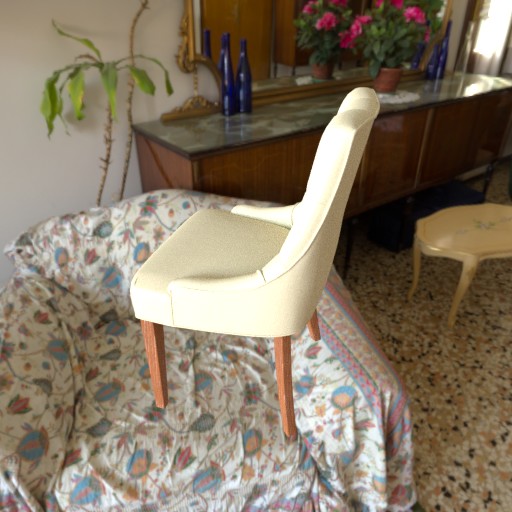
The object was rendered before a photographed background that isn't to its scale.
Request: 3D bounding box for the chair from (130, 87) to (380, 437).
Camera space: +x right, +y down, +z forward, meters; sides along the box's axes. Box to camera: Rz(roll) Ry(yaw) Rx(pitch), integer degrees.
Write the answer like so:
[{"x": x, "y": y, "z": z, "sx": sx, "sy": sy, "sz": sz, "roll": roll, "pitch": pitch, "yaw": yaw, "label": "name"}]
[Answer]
[{"x": 0.000, "y": 0.000, "z": 1.255, "sx": 0.565, "sy": 0.874, "sz": 0.509, "roll": 9, "pitch": 31, "yaw": 14, "label": "chair"}]
